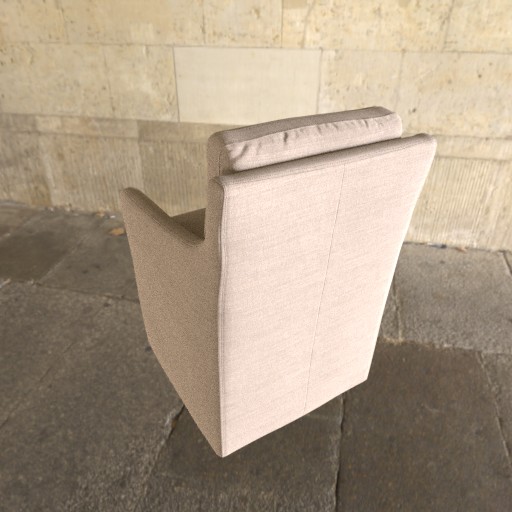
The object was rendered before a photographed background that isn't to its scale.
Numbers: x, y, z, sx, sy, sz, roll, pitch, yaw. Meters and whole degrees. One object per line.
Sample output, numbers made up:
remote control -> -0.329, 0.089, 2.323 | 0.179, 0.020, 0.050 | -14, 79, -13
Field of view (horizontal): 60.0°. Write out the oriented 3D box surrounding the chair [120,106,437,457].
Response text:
chair -> 0.000, 0.000, 1.354 | 0.626, 0.914, 0.694 | -18, 35, -27
